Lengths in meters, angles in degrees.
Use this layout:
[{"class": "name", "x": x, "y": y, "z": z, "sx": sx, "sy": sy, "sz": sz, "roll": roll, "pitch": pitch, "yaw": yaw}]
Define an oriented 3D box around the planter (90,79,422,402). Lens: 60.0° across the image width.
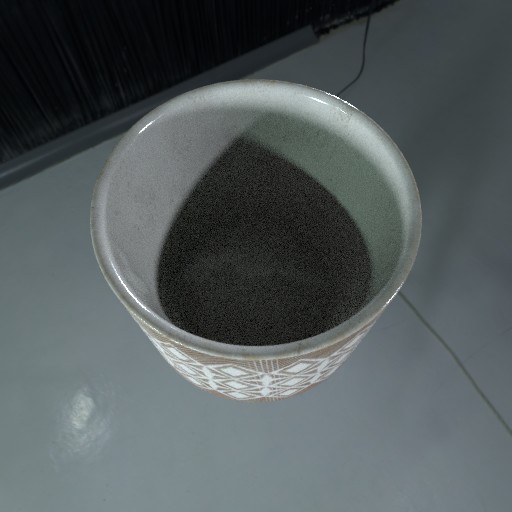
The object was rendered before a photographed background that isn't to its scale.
[{"class": "planter", "x": 0.000, "y": 0.000, "z": 0.217, "sx": 0.126, "sy": 0.104, "sz": 0.126, "roll": 0, "pitch": 63, "yaw": 0}]
